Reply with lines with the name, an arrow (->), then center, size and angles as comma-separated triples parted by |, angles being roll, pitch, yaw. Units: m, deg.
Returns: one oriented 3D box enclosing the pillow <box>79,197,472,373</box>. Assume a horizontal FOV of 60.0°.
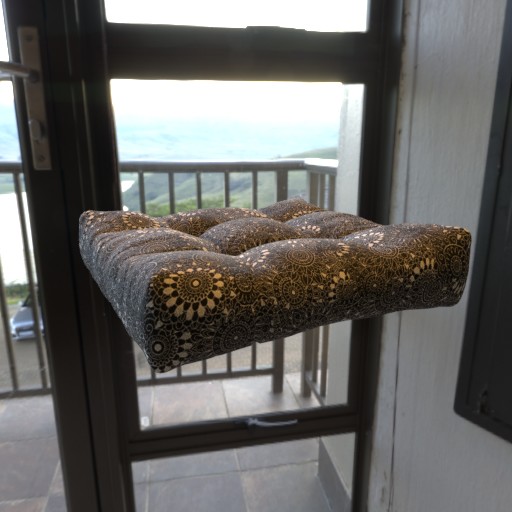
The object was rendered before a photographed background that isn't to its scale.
pillow -> 0.000, 0.000, 0.724 | 0.490, 0.128, 0.468 | -8, 16, -28
